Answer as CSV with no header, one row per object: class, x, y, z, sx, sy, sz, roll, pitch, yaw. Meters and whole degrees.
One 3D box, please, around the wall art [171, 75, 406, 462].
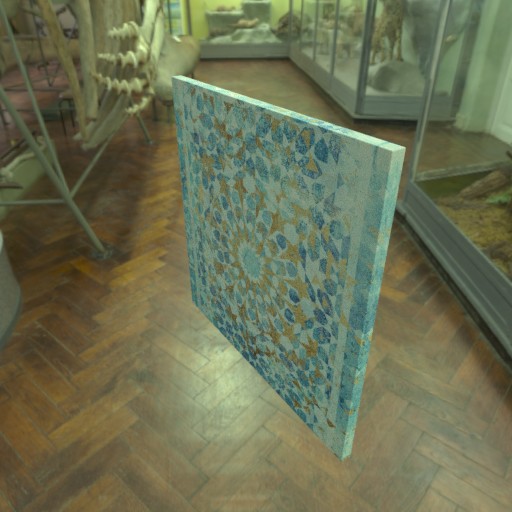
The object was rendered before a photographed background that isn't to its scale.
wall art,0.000,0.000,1.364,0.040,0.916,0.916,-20,37,-29
